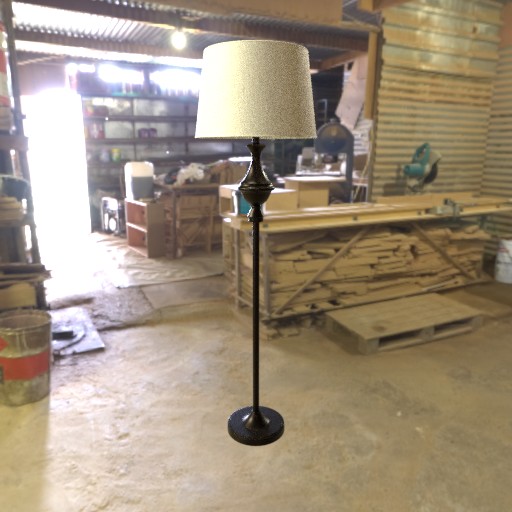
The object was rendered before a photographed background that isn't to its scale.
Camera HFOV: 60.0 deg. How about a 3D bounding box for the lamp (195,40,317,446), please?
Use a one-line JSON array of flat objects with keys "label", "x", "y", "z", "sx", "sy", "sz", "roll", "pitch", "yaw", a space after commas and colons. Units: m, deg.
[{"label": "lamp", "x": 0.000, "y": 0.000, "z": 1.681, "sx": 0.431, "sy": 1.484, "sz": 0.431, "roll": 0, "pitch": 14, "yaw": 0}]
